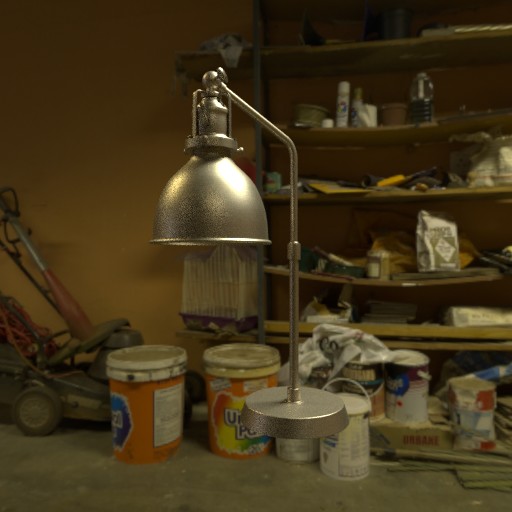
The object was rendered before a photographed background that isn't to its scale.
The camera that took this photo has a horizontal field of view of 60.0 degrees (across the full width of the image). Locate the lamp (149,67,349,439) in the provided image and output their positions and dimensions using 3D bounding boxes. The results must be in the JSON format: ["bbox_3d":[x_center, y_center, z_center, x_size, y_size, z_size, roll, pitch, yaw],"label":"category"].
[{"bbox_3d":[0.000,0.000,0.588,0.286,0.456,0.153,0,0,-36],"label":"lamp"}]
